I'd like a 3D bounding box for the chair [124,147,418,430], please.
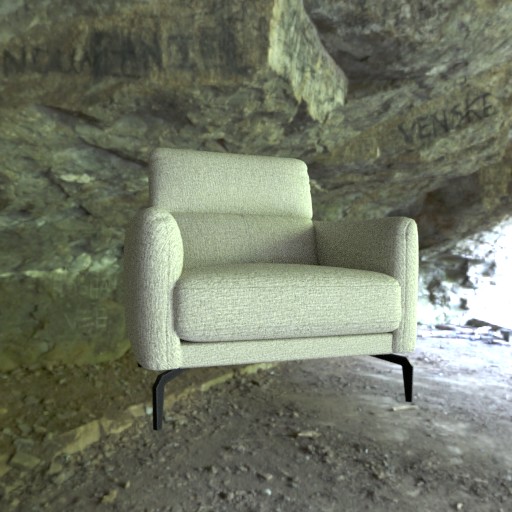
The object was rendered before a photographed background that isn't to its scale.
[{"bbox_3d":[0.000,0.000,1.706,0.972,0.967,0.835,0,-1,-18],"label":"chair"}]
